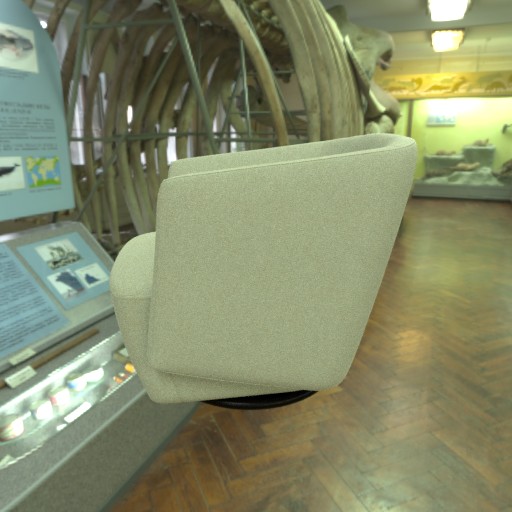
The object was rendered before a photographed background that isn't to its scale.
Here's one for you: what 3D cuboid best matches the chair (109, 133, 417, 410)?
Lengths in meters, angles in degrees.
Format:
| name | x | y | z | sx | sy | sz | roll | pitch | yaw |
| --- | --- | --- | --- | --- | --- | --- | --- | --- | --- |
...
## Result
| name | x | y | z | sx | sy | sz | roll | pitch | yaw |
| --- | --- | --- | --- | --- | --- | --- | --- | --- | --- |
| chair | 0.000 | 0.000 | 1.616 | 0.986 | 0.861 | 0.822 | -2 | 16 | -8 |
